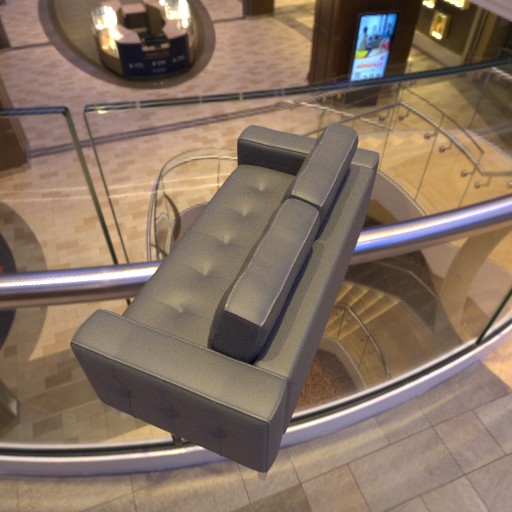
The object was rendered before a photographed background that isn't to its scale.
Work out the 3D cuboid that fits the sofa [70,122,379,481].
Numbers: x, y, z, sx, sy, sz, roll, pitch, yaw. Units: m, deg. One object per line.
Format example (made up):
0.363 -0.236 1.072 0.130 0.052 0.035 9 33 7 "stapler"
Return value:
0.000 0.000 2.199 0.833 0.893 1.726 17 49 16 "sofa"
